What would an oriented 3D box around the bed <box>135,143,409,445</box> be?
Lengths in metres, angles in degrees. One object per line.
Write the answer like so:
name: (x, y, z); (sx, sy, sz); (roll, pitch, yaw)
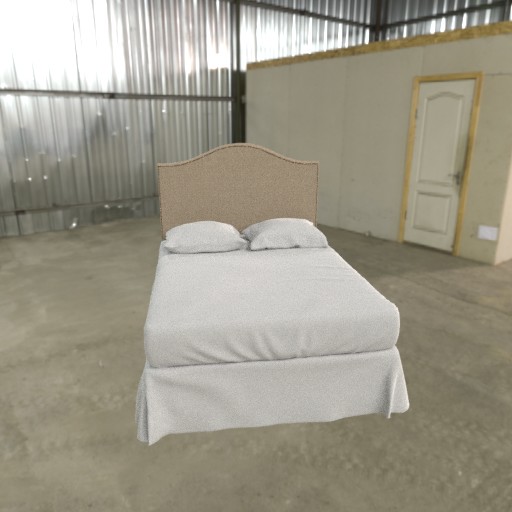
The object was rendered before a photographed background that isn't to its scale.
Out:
bed: (0.000, 0.000, 3.568); (1.876, 1.645, 2.221); (-3, 18, -8)
